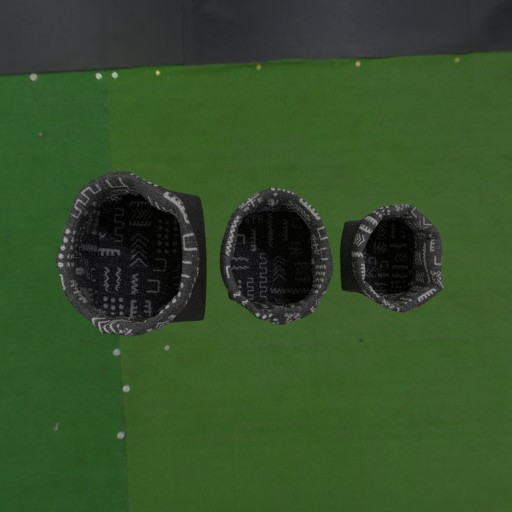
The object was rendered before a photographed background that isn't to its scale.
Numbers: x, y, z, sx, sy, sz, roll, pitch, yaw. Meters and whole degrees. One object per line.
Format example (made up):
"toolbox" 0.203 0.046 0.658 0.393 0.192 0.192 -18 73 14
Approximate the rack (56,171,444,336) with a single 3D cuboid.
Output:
"rack" 0.000 0.000 1.108 0.905 0.323 0.379 0 91 0
